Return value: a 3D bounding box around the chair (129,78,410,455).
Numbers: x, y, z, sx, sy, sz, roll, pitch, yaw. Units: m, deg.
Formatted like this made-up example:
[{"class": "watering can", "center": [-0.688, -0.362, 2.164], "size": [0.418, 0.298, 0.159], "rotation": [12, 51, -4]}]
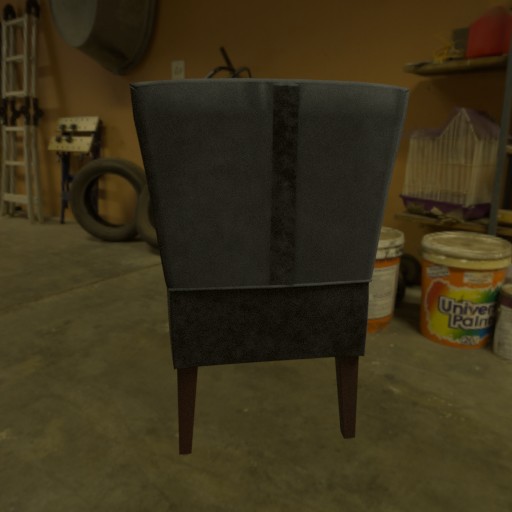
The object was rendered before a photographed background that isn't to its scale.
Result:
[{"class": "chair", "center": [0.000, 0.000, 1.151], "size": [0.521, 0.806, 0.554], "rotation": [-2, 15, -8]}]
